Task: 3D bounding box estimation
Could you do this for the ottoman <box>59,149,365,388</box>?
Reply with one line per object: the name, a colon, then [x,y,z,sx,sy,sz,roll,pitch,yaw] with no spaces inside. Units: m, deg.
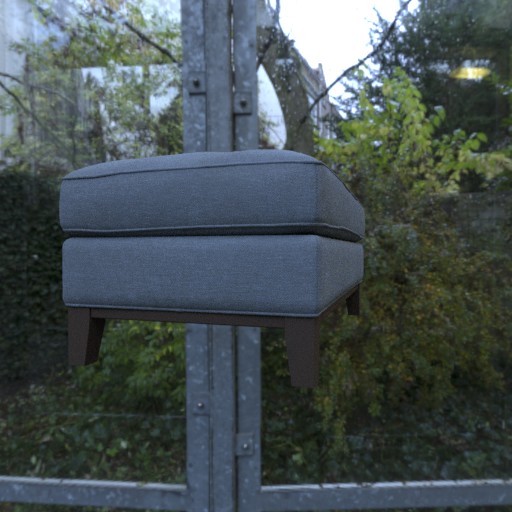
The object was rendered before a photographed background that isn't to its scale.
ottoman: [0.000,0.000,1.494,0.648,0.514,1.143,0,1,18]
